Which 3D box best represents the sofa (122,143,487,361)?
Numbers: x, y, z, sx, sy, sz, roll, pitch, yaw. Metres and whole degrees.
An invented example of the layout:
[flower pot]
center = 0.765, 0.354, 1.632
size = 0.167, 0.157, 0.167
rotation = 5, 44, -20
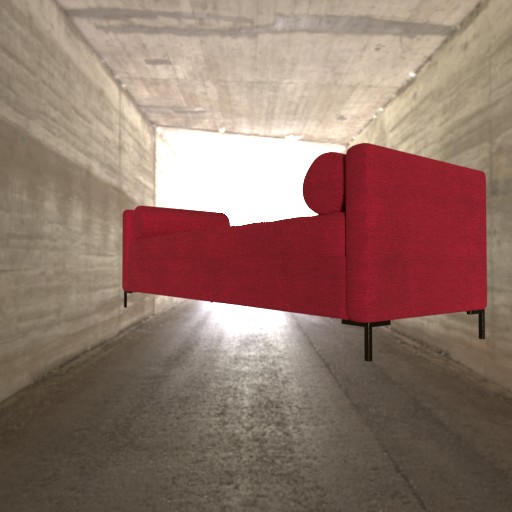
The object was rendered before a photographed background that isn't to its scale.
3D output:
[sofa]
center = 0.000, 0.000, 2.237
size = 0.686, 0.635, 1.981
rotation = 1, -1, -36
